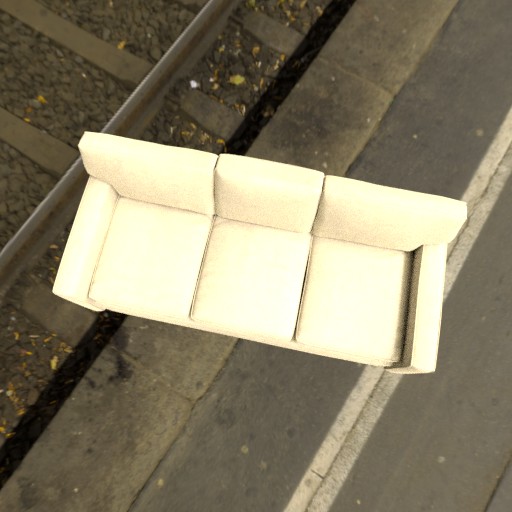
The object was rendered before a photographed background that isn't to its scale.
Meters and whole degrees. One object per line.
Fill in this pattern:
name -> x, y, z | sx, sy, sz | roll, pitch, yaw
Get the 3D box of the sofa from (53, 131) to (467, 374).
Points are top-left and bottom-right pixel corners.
sofa -> 0.000, 0.000, 2.581 | 2.093, 0.862, 0.936 | 11, 75, 3
